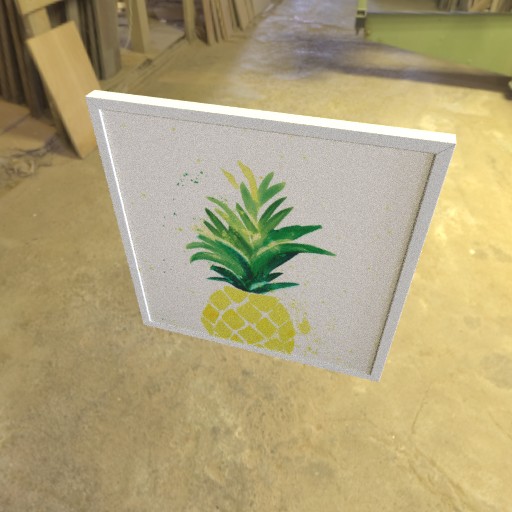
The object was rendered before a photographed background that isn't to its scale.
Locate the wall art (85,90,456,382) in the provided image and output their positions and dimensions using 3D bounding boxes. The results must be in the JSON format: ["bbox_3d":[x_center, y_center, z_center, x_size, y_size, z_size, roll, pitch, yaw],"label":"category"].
[{"bbox_3d":[0.000,0.000,1.144,0.763,0.761,0.038,11,42,12],"label":"wall art"}]
